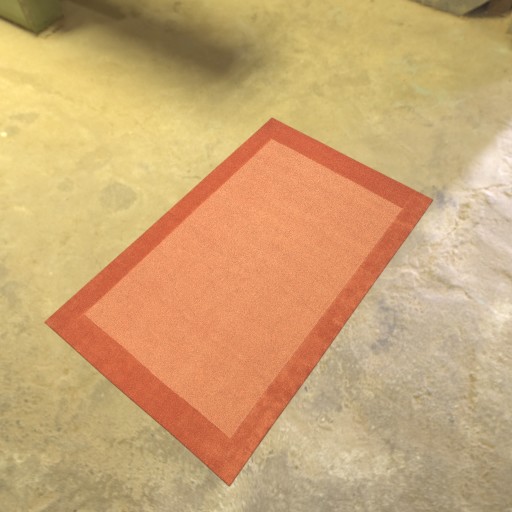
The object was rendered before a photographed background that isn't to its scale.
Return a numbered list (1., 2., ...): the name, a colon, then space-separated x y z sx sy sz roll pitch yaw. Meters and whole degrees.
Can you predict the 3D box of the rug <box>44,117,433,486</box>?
1. rug: 0.000 0.000 3.083 1.524 0.014 2.438 33 63 19
